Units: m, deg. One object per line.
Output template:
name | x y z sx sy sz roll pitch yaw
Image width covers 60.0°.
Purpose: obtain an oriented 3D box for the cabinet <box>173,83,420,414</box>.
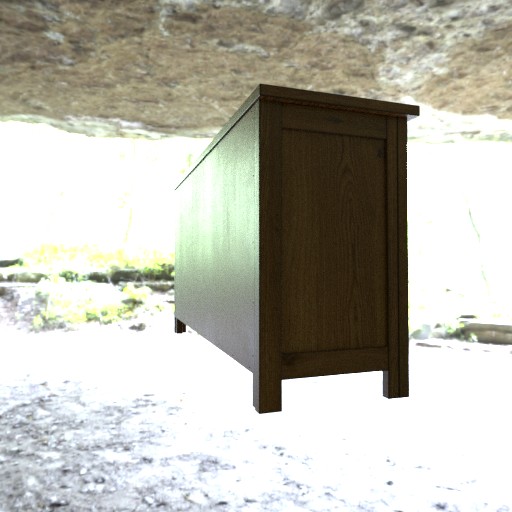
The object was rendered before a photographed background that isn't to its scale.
cabinet | 0.000 0.000 1.851 0.480 0.813 1.474 0 -1 -19
